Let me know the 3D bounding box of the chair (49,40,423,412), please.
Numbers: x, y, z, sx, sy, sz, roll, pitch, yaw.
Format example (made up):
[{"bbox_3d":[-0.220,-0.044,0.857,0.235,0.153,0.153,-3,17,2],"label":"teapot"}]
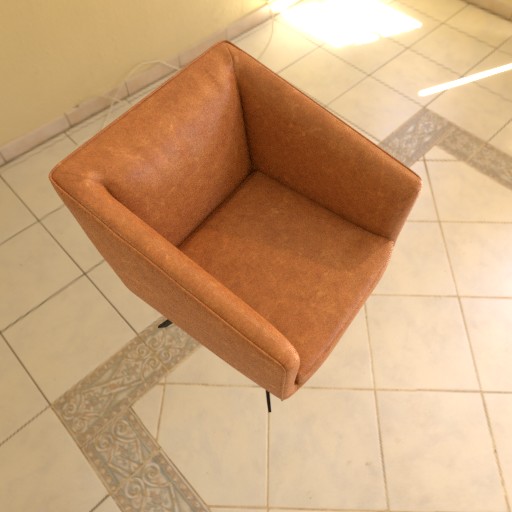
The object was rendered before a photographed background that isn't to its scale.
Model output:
[{"bbox_3d":[0.000,0.000,1.222,0.625,0.760,0.588,32,64,18],"label":"chair"}]
